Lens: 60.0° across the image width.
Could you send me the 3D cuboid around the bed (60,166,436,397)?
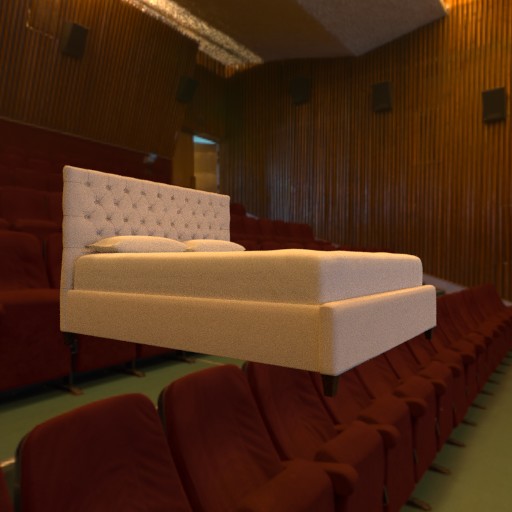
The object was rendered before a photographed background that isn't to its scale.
[{"bbox_3d":[0.000,0.000,3.684,2.387,1.427,2.078,0,-1,35],"label":"bed"}]
